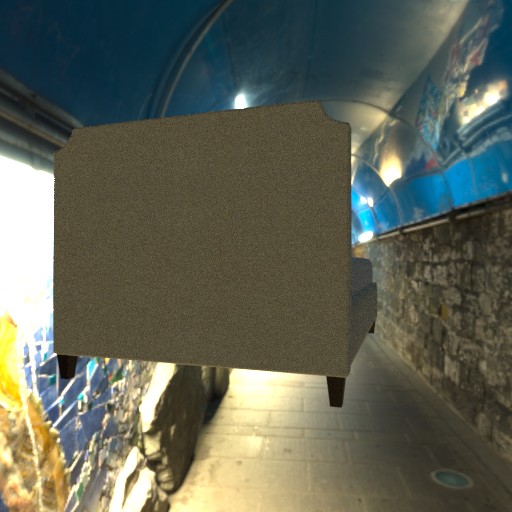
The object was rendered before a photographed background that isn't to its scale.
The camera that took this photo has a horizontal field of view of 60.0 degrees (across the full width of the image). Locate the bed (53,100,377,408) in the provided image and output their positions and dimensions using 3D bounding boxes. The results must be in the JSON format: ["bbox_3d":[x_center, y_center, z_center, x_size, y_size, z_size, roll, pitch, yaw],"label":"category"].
[{"bbox_3d":[0.000,0.000,3.441,1.713,1.457,2.381,0,-1,19],"label":"bed"}]
